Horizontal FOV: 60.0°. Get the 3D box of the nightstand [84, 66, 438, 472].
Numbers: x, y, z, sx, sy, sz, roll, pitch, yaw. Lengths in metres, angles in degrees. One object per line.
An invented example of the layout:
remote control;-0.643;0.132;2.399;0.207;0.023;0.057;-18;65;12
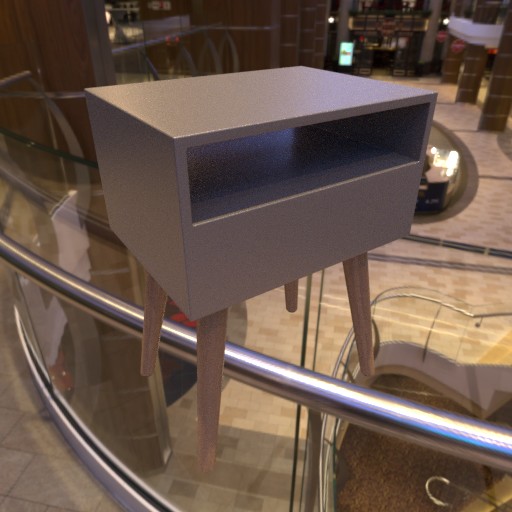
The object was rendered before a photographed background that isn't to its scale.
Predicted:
nightstand;0.000;0.000;0.710;0.370;0.508;0.288;-19;36;-29
